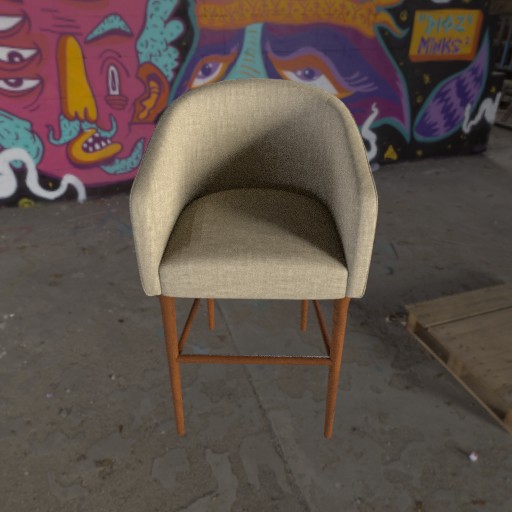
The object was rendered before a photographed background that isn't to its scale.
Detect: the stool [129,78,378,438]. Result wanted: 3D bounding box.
[{"bbox_3d":[0.000,0.000,1.377,0.559,0.952,0.635,1,29,1],"label":"stool"}]
